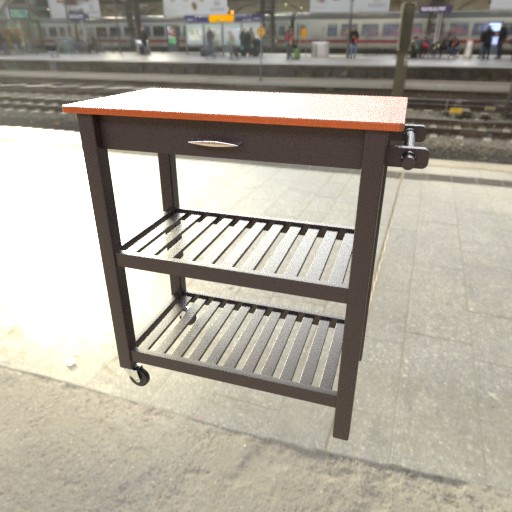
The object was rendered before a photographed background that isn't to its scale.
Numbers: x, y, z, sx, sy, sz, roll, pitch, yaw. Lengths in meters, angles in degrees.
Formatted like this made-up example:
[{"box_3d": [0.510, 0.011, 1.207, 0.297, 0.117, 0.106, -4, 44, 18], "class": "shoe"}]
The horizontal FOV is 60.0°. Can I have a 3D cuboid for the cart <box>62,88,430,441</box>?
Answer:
[{"box_3d": [0.000, 0.000, 1.399, 0.899, 0.927, 0.457, 8, 27, 16], "class": "cart"}]
